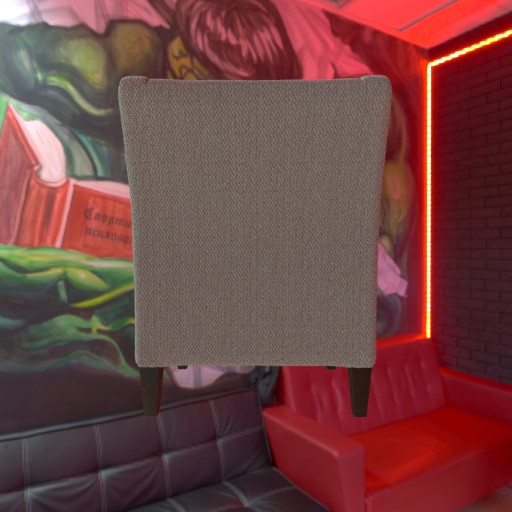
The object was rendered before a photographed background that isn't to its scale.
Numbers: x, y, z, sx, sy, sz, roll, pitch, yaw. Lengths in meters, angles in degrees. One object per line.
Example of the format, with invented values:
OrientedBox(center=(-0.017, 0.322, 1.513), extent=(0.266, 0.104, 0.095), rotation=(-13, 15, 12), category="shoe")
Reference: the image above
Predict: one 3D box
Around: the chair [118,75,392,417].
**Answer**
OrientedBox(center=(0.000, 0.000, 1.630), extent=(0.774, 1.014, 0.870), rotation=(0, 0, 0), category="chair")
